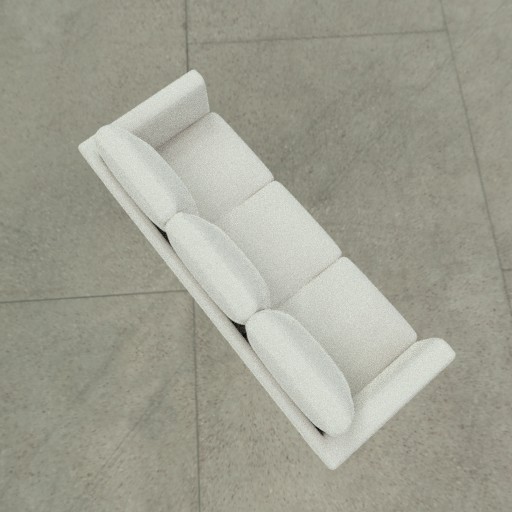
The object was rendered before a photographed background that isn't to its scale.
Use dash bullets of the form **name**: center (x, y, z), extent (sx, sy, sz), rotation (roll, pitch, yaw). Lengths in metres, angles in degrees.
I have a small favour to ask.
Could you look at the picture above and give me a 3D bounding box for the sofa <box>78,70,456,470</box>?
- **sofa**: center (0.000, 0.000, 2.417), extent (0.802, 0.912, 2.029), rotation (-38, 77, -10)
